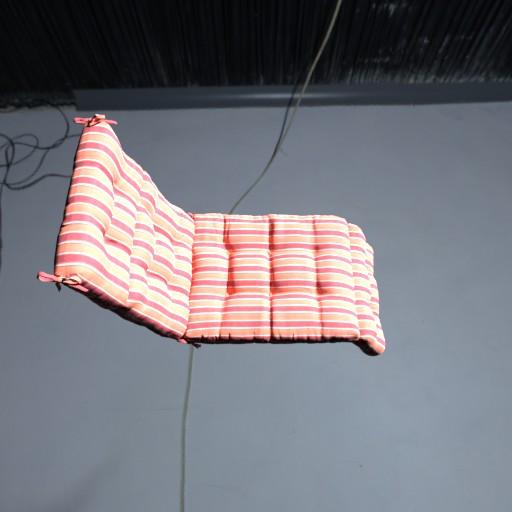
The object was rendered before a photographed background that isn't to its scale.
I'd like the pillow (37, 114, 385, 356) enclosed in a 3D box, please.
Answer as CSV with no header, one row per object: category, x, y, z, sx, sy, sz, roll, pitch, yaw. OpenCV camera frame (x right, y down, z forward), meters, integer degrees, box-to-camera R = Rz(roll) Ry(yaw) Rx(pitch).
pillow,0.000,0.000,1.491,1.016,0.863,0.526,0,65,0
